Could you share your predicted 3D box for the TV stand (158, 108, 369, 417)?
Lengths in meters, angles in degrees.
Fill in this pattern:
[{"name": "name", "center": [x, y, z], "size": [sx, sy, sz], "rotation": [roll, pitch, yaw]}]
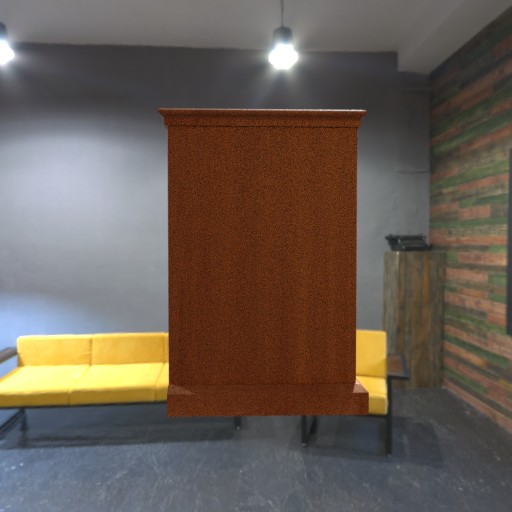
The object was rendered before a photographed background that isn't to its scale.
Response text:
[{"name": "TV stand", "center": [0.000, 0.000, 1.465], "size": [0.417, 0.607, 1.181], "rotation": [0, 1, -2]}]
